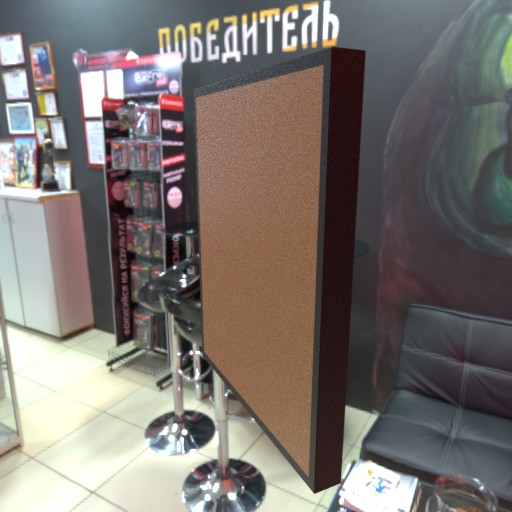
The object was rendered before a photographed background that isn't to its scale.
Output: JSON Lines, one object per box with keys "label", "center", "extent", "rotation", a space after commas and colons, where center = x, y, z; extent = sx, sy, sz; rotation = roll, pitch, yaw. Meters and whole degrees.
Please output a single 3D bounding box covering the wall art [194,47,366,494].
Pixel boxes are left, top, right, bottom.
{"label": "wall art", "center": [0.000, 0.000, 0.485], "extent": [0.030, 0.369, 0.294], "rotation": [-7, 16, -25]}
